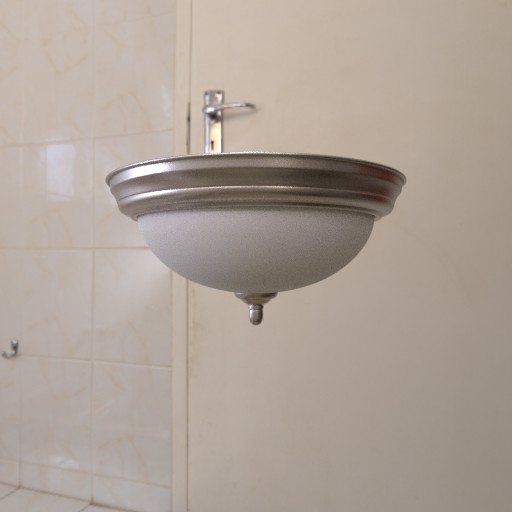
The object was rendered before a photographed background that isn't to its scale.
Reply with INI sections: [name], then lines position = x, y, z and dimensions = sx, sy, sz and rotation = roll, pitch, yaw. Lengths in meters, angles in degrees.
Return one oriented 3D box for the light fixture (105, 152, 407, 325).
[light fixture]
position = 0.000, 0.000, 0.433
dimensions = 0.280, 0.135, 0.280
rotation = 0, -1, 0
